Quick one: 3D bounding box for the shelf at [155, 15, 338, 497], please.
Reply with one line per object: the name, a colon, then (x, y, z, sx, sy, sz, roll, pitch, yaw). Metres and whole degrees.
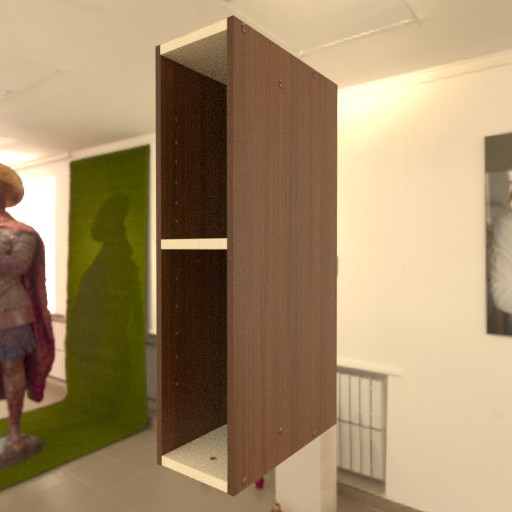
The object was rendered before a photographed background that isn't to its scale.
shelf: (0.000, 0.000, 0.711, 0.147, 0.600, 0.290, 1, 1, 36)
